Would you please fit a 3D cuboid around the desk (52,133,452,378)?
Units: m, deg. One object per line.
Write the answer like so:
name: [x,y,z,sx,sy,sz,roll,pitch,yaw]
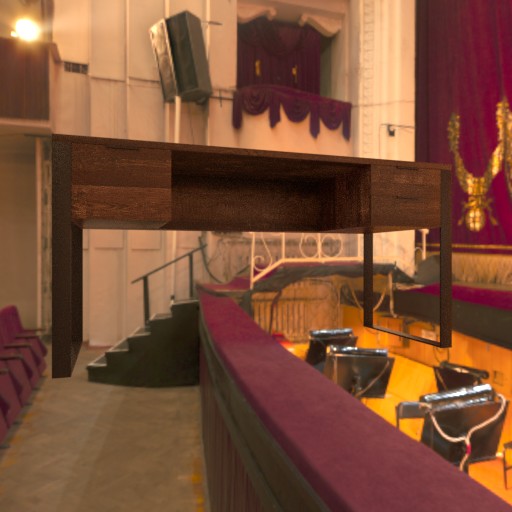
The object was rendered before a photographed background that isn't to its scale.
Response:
desk: [0.000,0.000,1.892,1.524,0.762,0.599,0,0,-18]
